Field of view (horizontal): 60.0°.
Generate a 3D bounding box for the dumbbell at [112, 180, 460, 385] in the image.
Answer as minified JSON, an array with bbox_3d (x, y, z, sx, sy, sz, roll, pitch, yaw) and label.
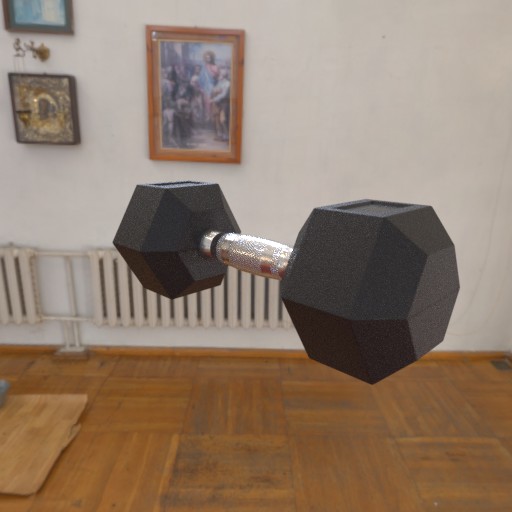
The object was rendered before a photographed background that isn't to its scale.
[{"bbox_3d":[0.000,0.000,0.432,0.356,0.123,0.141,14,20,43],"label":"dumbbell"}]
